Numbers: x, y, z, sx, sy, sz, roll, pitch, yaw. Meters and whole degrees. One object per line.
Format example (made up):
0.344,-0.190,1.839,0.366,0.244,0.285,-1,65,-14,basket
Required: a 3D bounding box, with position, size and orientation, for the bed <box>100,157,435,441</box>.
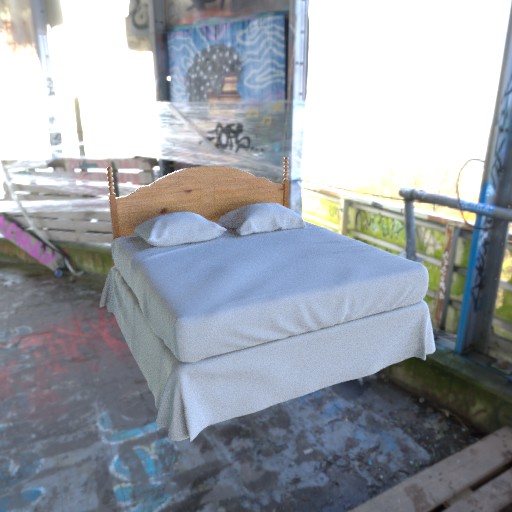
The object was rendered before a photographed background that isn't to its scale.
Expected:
0.000,0.000,3.705,2.322,1.355,2.219,-9,20,-26,bed
